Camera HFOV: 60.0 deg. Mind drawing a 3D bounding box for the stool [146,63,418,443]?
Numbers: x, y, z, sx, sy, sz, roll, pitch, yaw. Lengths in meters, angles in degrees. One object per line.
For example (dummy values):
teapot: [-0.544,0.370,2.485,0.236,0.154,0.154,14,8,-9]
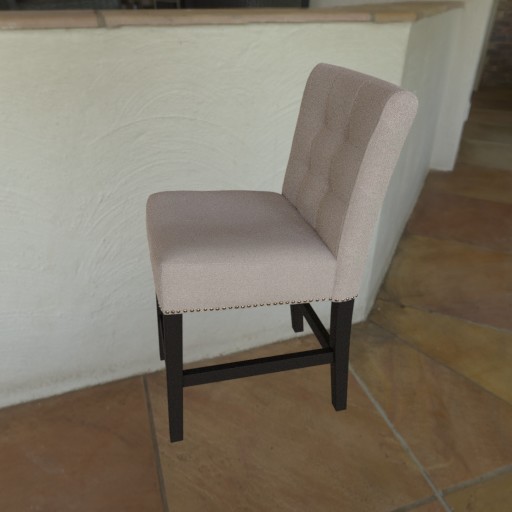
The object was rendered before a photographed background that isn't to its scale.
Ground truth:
stool: [0.000,0.000,1.173,0.571,0.885,0.427,-8,32,-13]
